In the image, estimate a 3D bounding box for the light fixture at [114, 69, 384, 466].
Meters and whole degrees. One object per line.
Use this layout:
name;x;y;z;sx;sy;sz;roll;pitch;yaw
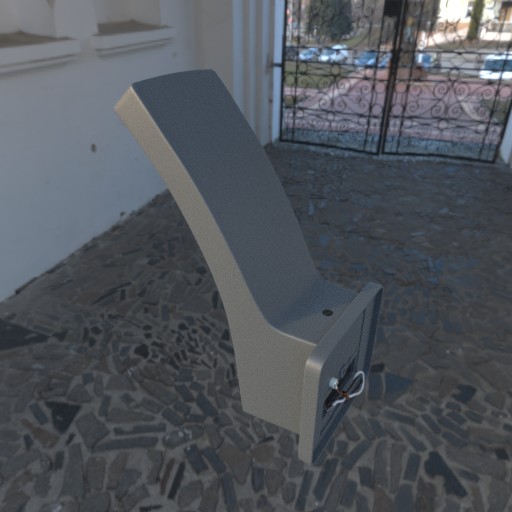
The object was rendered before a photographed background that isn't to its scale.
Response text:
light fixture;0.000;0.000;0.328;0.174;0.243;0.108;19;35;29
